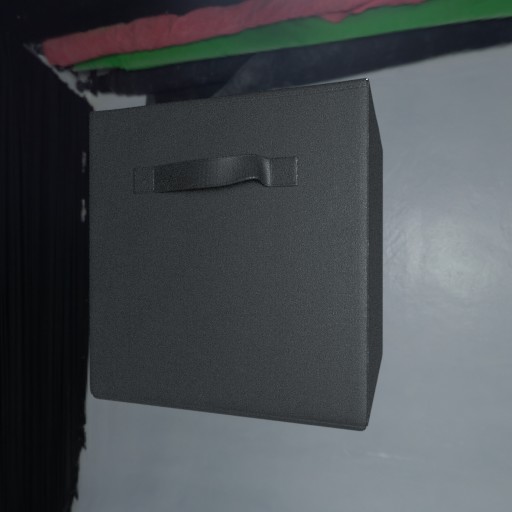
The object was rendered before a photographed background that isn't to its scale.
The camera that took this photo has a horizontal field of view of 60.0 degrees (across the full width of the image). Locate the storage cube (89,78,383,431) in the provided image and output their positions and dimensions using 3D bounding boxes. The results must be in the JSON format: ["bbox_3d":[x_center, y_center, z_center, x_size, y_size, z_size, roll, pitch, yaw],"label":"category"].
[{"bbox_3d":[0.000,0.000,0.500,0.270,0.280,0.270,0,0,18],"label":"storage cube"}]
